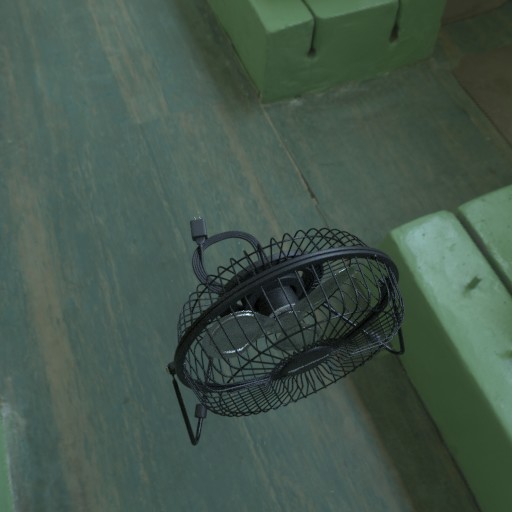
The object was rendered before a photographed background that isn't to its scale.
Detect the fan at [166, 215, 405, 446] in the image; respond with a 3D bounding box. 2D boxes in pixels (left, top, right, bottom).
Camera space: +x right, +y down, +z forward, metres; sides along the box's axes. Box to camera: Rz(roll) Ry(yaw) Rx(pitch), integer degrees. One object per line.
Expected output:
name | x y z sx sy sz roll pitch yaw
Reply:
fan | 0.000 0.000 0.374 0.209 0.188 0.227 -20 64 -10
